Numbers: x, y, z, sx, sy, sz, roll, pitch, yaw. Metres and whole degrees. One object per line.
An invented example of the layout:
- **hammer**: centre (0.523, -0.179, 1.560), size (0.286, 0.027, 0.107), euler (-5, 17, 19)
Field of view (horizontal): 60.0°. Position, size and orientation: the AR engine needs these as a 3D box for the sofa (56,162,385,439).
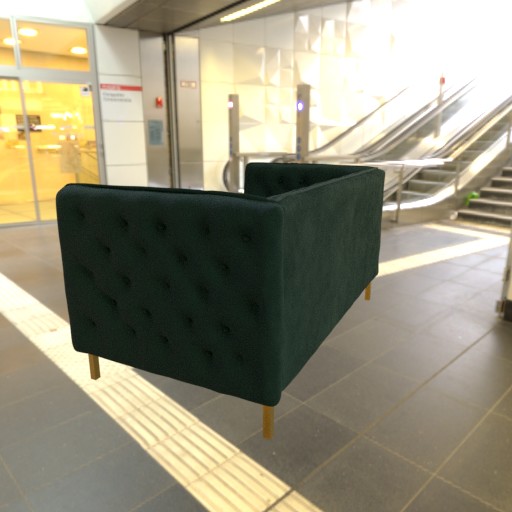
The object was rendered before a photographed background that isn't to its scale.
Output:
- **sofa**: centre (0.000, 0.000, 2.155), size (0.909, 0.810, 1.583), euler (7, 17, 26)
